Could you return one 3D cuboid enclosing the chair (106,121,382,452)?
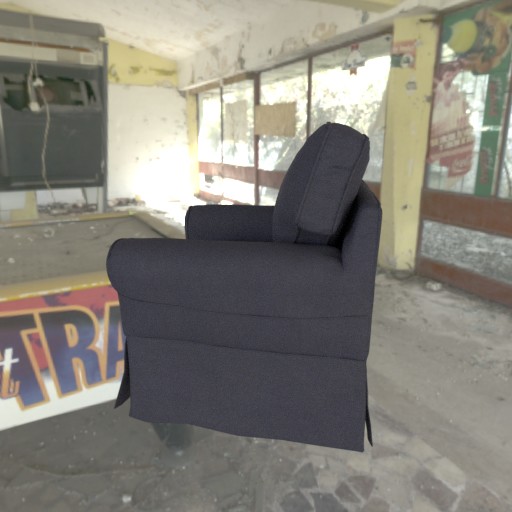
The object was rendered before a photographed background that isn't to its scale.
[{"bbox_3d":[0.000,0.000,1.997,1.002,1.140,1.119,2,15,9],"label":"chair"}]
